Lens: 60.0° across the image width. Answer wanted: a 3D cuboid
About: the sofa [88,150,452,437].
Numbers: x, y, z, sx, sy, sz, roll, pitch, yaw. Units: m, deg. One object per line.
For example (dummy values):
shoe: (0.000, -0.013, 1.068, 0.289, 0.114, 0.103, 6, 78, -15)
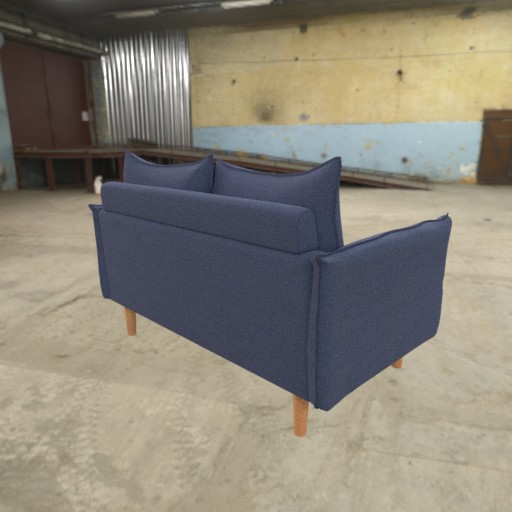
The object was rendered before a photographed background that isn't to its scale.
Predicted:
sofa: (0.000, 0.000, 1.827, 0.820, 0.840, 1.300, -14, 20, -43)
